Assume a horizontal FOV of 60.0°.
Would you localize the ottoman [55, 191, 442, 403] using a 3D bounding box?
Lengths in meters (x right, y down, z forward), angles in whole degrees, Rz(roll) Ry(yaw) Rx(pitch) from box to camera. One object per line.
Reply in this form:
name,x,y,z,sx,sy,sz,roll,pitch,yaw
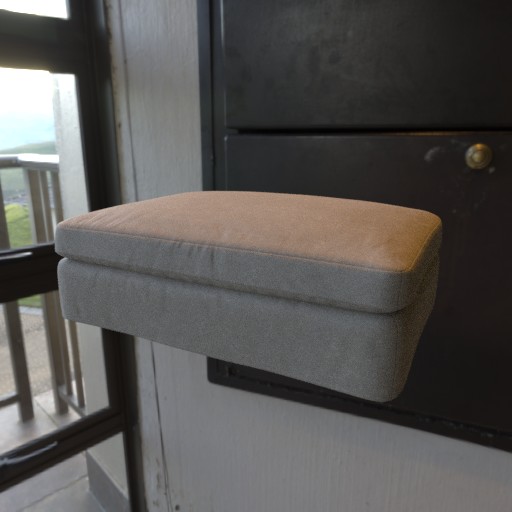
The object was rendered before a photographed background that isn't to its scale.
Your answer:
ottoman,0.000,0.000,1.624,1.199,0.429,0.840,8,17,27
